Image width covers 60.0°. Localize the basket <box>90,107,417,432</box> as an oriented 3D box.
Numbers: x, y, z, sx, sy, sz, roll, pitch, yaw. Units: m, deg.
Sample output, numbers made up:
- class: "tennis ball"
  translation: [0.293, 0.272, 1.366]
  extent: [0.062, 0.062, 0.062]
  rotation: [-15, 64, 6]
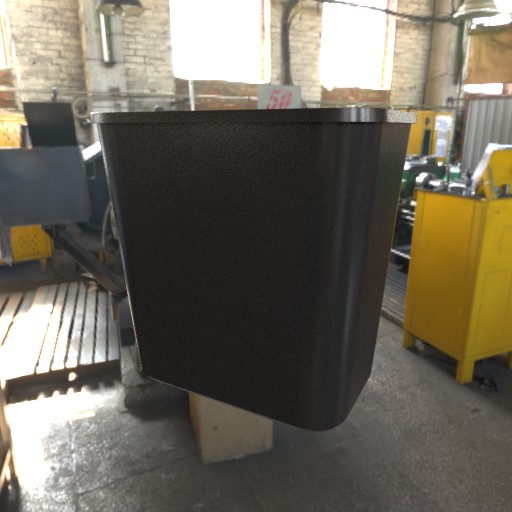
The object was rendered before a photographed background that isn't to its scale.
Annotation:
- class: "basket"
  translation: [0.000, 0.000, 0.502]
  extent: [0.300, 0.307, 0.211]
  rotation: [9, 18, 27]
